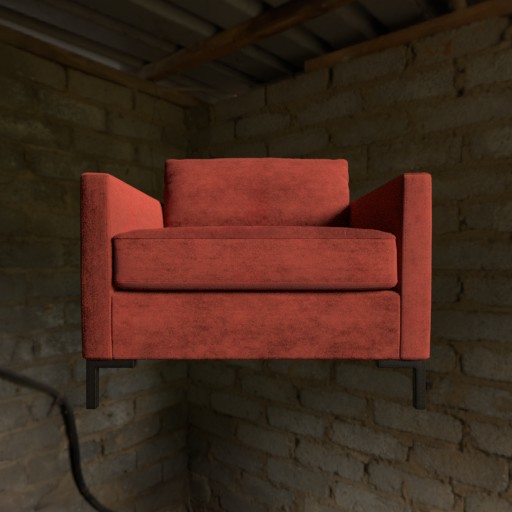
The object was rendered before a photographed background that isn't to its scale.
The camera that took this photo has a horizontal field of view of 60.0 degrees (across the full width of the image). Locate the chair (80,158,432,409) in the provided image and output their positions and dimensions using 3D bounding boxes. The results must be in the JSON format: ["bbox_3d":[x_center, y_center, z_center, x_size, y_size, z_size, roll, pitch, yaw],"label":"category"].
[{"bbox_3d":[0.000,0.000,1.574,0.964,0.812,0.875,0,0,0],"label":"chair"}]
